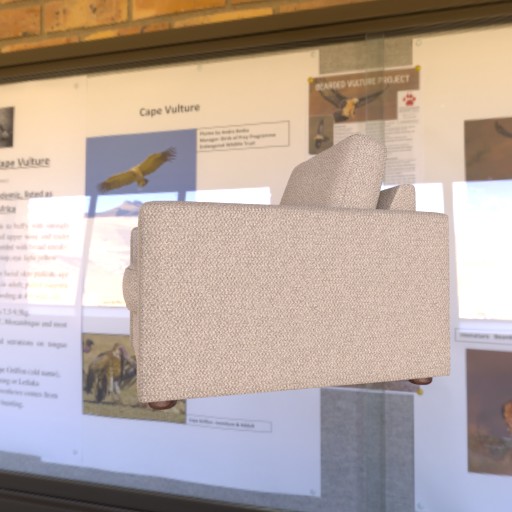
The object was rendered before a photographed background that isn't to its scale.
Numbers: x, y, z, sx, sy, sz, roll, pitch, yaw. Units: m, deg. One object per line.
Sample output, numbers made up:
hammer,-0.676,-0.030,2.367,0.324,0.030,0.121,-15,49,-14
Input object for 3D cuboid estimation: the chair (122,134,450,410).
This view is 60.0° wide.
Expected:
chair,0.000,0.000,1.763,1.016,0.873,1.005,0,-1,-17
